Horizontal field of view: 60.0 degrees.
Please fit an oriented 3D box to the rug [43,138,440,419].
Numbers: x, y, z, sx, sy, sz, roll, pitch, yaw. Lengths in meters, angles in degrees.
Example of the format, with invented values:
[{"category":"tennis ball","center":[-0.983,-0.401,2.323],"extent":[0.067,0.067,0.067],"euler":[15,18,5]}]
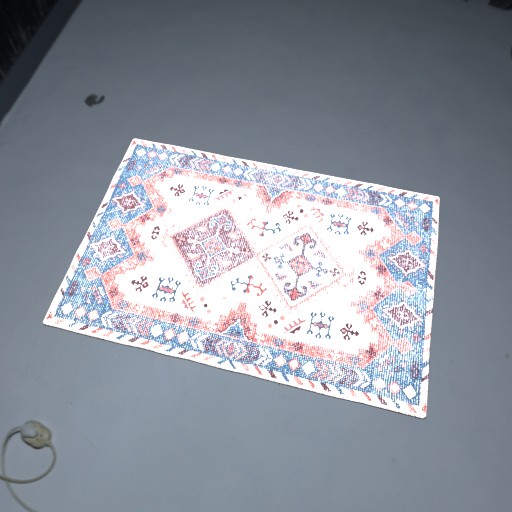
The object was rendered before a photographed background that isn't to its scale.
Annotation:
[{"category":"rug","center":[0.000,0.000,2.319],"extent":[1.840,0.015,1.225],"euler":[12,63,6]}]
